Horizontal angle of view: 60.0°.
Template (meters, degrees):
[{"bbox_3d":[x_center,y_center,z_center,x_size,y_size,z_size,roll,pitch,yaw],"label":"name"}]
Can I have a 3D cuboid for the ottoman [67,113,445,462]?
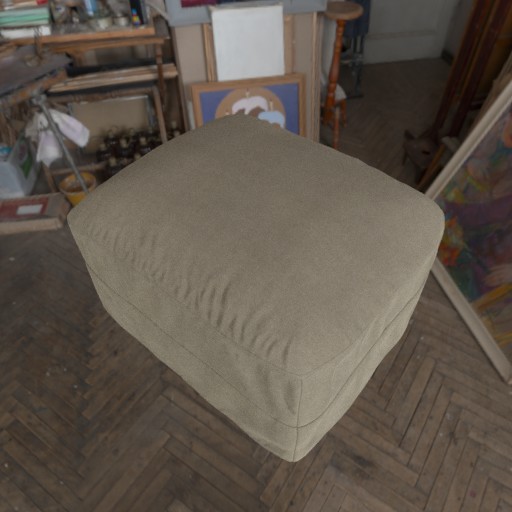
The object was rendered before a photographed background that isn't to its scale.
[{"bbox_3d":[0.000,0.000,1.070,0.712,0.480,0.584,32,55,26],"label":"ottoman"}]
